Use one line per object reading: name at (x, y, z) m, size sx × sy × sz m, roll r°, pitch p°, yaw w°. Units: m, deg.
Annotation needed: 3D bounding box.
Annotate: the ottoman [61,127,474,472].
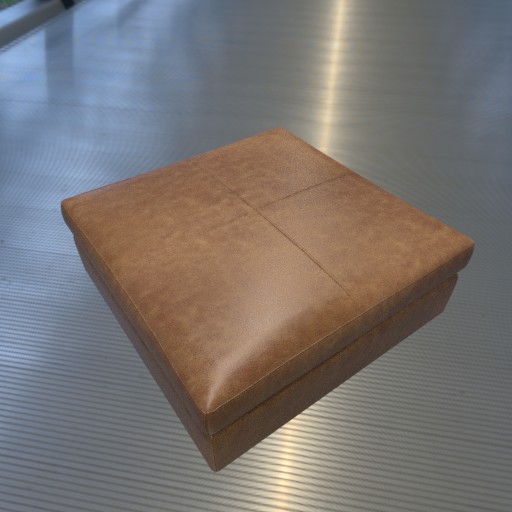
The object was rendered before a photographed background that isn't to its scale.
ottoman at (0.000, 0.000, 1.830) m, size 1.168 × 0.483 × 1.169 m, roll -26°, pitch 48°, yaw -26°
